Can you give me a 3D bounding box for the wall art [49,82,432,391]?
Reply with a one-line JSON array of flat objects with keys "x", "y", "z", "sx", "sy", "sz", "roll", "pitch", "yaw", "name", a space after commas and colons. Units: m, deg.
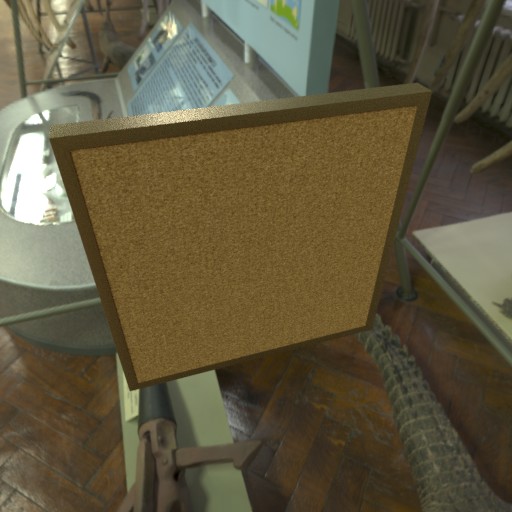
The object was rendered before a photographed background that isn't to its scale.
[{"x": 0.000, "y": 0.000, "z": 0.744, "sx": 0.510, "sy": 0.509, "sz": 0.037, "roll": -11, "pitch": 41, "yaw": -13, "name": "wall art"}]
